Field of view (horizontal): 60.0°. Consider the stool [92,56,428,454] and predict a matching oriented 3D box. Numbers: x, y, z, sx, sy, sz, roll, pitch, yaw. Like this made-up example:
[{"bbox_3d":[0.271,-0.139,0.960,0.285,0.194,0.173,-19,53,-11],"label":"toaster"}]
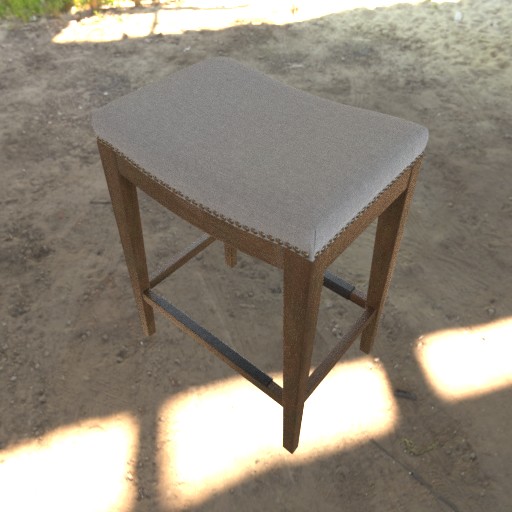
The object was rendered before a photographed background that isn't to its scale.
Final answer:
[{"bbox_3d":[0.000,0.000,0.961,0.508,0.660,0.356,31,53,27],"label":"stool"}]
